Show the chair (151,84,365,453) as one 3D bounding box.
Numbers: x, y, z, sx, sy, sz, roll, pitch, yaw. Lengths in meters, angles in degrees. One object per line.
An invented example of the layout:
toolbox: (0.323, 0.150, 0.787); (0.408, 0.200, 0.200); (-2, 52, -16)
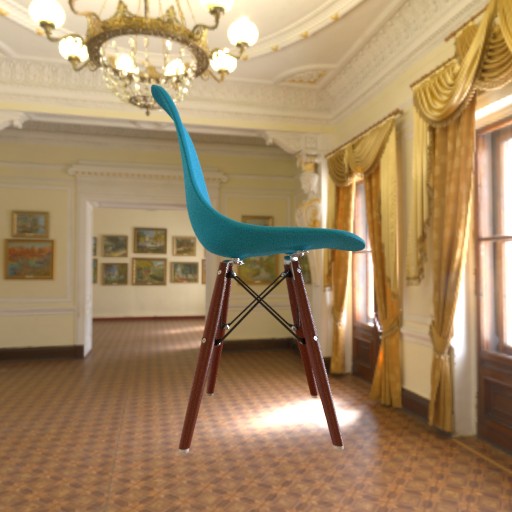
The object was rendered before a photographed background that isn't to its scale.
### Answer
chair: (0.000, 0.000, 1.138); (0.533, 0.826, 0.470); (0, -2, 0)
